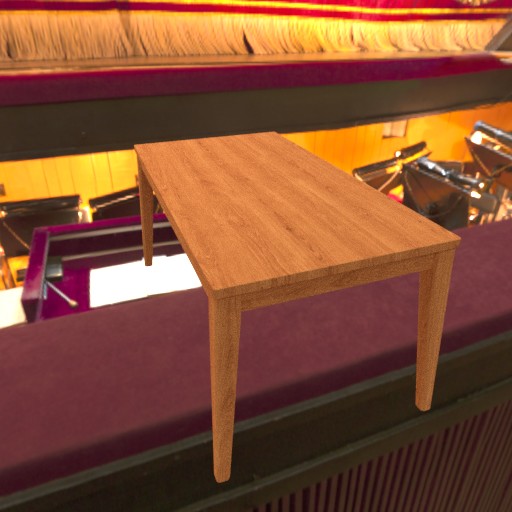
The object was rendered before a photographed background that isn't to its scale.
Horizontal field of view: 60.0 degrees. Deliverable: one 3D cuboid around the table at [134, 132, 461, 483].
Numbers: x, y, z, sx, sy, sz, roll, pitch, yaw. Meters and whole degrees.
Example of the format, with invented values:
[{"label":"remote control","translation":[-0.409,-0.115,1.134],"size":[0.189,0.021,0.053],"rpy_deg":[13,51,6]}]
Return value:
[{"label":"table","translation":[0.000,0.000,2.114],"size":[0.900,0.760,1.600],"rpy_deg":[-11,31,-18]}]
